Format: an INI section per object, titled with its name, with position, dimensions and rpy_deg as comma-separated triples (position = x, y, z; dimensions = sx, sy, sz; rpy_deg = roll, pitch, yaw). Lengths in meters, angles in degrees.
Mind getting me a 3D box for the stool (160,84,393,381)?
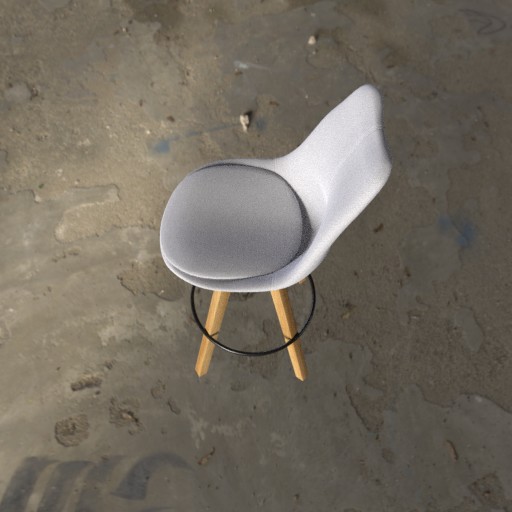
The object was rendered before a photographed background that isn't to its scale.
[stool]
position = 0.000, 0.000, 1.406
dimensions = 0.550, 1.115, 0.484
rpy_deg = 2, 59, 1
